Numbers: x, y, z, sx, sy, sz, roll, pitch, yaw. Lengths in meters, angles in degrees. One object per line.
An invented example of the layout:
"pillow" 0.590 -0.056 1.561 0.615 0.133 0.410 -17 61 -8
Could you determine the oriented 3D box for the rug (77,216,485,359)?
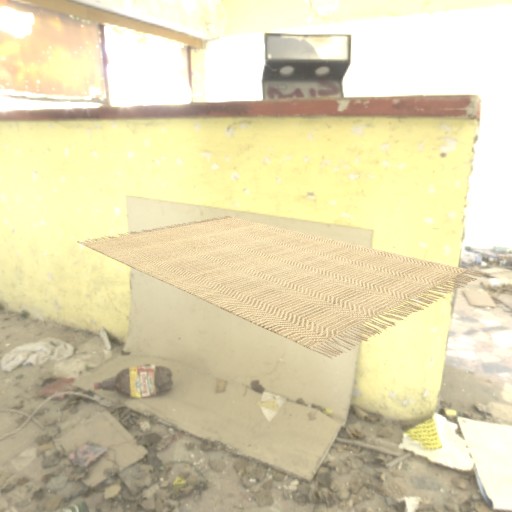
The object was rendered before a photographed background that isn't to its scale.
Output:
"rug" 0.000 0.000 2.484 1.224 0.027 2.021 -15 22 -41
